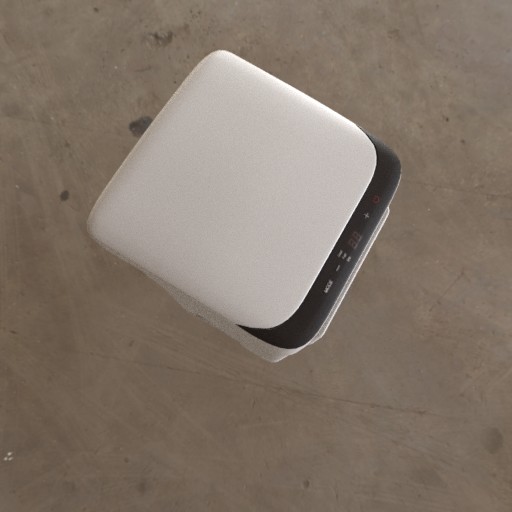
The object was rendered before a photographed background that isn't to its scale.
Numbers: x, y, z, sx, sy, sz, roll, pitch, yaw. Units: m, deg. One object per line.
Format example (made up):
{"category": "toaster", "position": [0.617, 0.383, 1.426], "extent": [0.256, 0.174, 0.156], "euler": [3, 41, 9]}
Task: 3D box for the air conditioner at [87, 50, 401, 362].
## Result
{"category": "air conditioner", "position": [0.000, 0.000, 0.947], "extent": [0.369, 0.716, 0.352], "euler": [29, 76, 8]}
